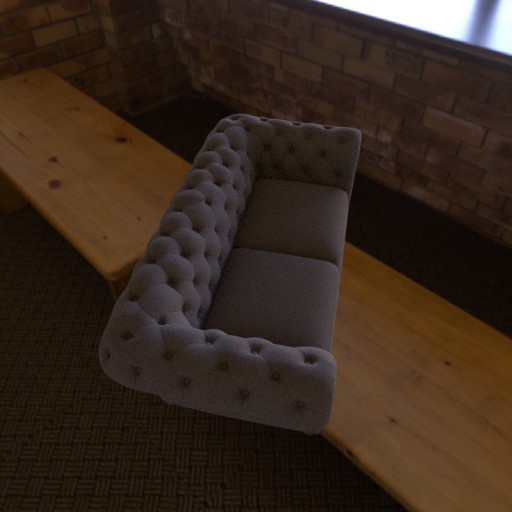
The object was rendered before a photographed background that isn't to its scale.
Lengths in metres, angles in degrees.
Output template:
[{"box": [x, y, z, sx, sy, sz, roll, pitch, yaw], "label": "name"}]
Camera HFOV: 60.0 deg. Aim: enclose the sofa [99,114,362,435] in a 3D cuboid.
[{"box": [0.000, 0.000, 2.519, 0.986, 0.764, 1.998, 9, 47, 9], "label": "sofa"}]
